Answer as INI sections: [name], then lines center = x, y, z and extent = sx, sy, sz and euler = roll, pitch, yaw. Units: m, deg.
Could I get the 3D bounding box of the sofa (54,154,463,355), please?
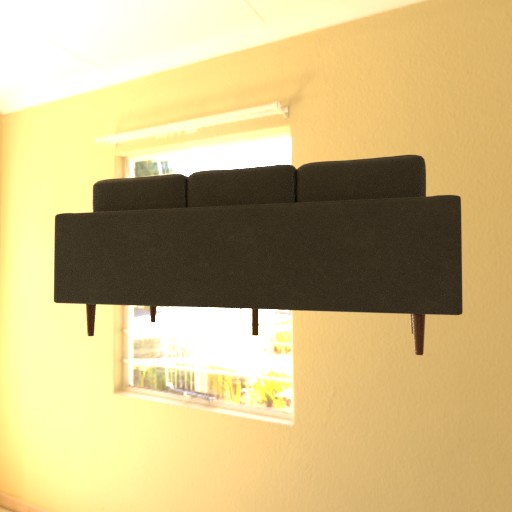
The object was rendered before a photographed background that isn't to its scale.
[sofa]
center = 0.000, 0.000, 2.514
extent = 2.029, 0.899, 0.879
euler = -1, -2, 18
